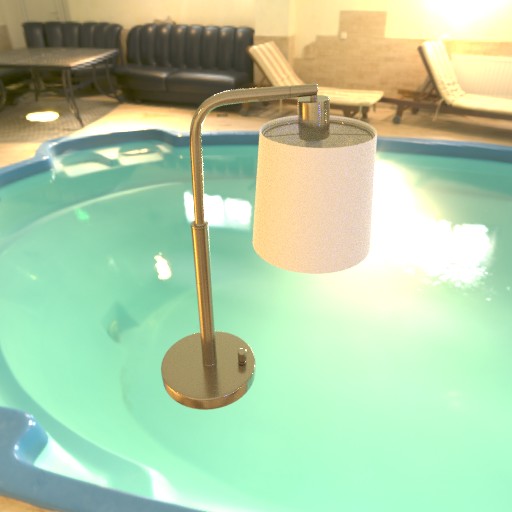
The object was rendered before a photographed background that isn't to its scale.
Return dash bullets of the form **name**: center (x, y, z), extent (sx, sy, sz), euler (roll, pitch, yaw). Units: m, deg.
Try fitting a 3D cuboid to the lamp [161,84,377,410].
- **lamp**: center (0.000, 0.000, 0.664), extent (0.333, 0.489, 0.171), euler (-1, 32, -1)
